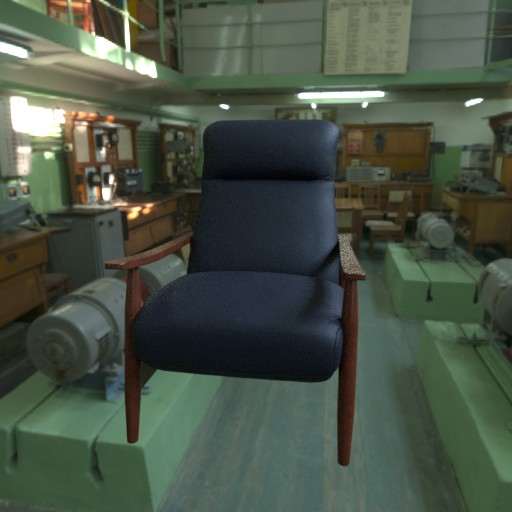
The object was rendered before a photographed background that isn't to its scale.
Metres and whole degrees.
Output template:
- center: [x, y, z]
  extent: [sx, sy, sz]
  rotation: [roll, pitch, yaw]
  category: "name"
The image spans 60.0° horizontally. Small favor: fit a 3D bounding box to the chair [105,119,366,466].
- center: [0.000, 0.000, 1.758]
  extent: [0.762, 1.082, 1.014]
  rotation: [2, 14, 9]
  category: "chair"
